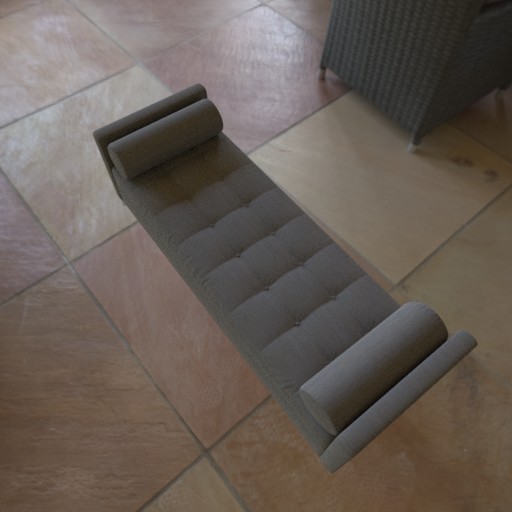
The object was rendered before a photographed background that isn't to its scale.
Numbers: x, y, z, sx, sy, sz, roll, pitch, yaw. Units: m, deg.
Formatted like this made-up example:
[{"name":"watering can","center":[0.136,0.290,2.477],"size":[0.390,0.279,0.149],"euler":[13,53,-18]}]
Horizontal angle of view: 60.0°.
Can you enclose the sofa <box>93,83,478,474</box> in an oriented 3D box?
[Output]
[{"name":"sofa","center":[0.000,0.000,2.276],"size":[0.686,0.635,1.981],"euler":[-33,64,-19]}]
